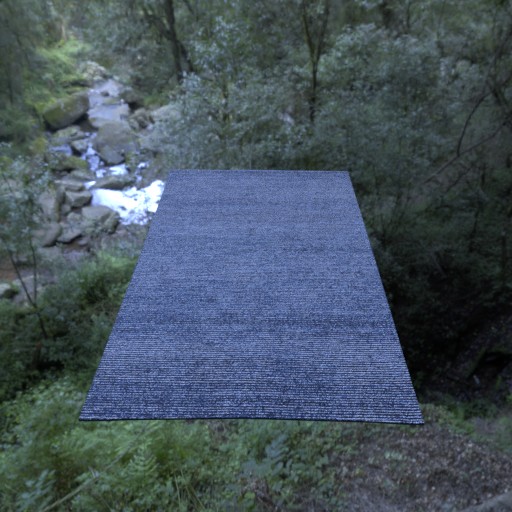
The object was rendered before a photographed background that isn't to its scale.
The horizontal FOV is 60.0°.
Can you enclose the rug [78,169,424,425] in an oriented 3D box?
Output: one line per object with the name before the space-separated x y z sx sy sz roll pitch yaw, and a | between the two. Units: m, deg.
rug | 0.000 0.000 2.175 1.159 0.025 1.793 1 38 1
